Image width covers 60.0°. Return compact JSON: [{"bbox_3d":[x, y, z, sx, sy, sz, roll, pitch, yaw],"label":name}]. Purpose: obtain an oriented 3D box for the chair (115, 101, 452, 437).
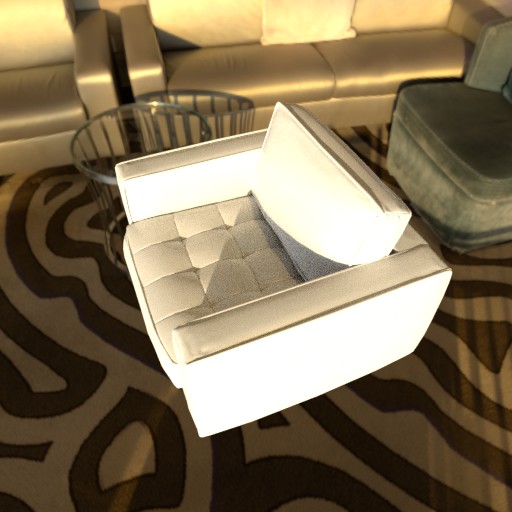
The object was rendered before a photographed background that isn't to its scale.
[{"bbox_3d":[0.000,0.000,1.540,0.843,0.773,0.928,-17,49,-16],"label":"chair"}]
